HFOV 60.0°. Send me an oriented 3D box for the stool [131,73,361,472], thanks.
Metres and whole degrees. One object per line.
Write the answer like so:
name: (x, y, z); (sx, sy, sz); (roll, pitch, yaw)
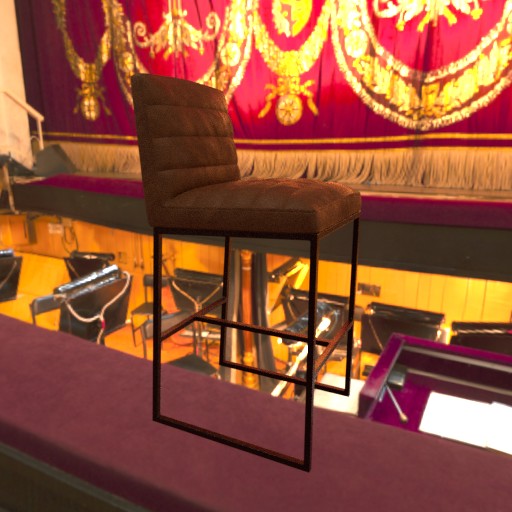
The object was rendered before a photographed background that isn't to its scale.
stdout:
stool: (0.000, 0.000, 1.388); (0.562, 1.065, 0.463); (7, 15, 25)
